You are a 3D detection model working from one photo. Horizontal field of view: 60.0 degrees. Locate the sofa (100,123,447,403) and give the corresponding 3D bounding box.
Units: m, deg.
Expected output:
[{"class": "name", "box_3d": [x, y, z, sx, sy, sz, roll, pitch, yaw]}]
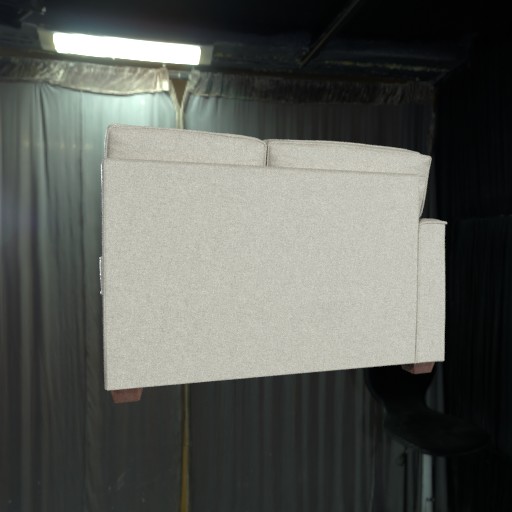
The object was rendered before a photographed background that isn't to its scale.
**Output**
[{"class": "sofa", "box_3d": [0.000, 0.000, 2.110, 1.388, 0.989, 0.991, 0, 2, -17]}]
